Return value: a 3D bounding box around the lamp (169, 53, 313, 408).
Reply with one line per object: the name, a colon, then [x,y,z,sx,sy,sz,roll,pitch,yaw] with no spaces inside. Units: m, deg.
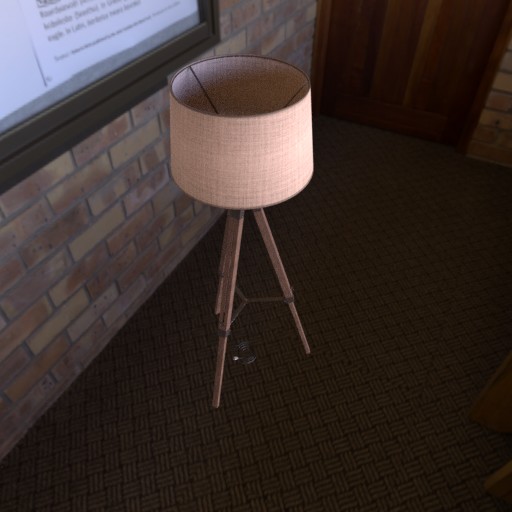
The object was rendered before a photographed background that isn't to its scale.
lamp: [0.000,0.000,1.873,0.587,1.510,0.604,-3,46,-3]
